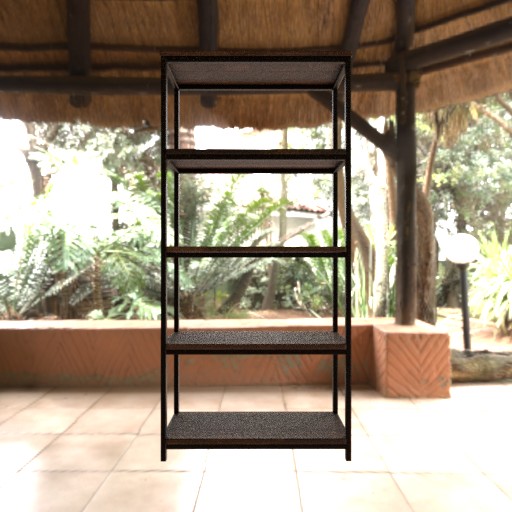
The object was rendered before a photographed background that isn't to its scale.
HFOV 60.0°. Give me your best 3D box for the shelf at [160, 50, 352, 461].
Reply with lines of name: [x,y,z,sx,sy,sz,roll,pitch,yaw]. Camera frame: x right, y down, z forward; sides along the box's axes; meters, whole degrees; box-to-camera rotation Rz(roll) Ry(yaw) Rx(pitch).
shelf: [0.000,0.000,2.187,0.874,1.860,0.359,0,0,0]
